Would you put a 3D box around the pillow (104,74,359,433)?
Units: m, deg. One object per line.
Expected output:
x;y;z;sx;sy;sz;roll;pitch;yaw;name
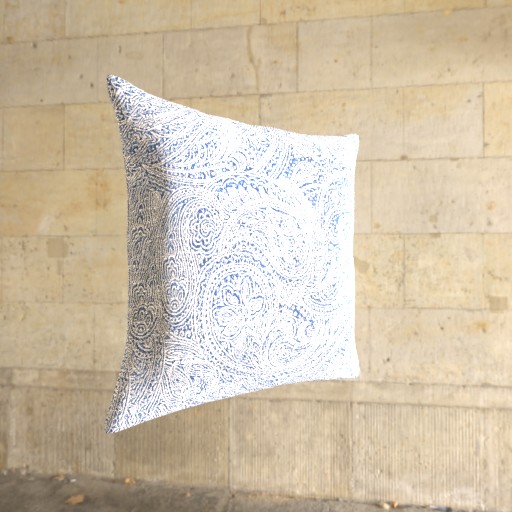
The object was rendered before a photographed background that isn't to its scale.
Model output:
0.000;0.000;0.777;0.523;0.510;0.166;1;-1;-35;pillow
